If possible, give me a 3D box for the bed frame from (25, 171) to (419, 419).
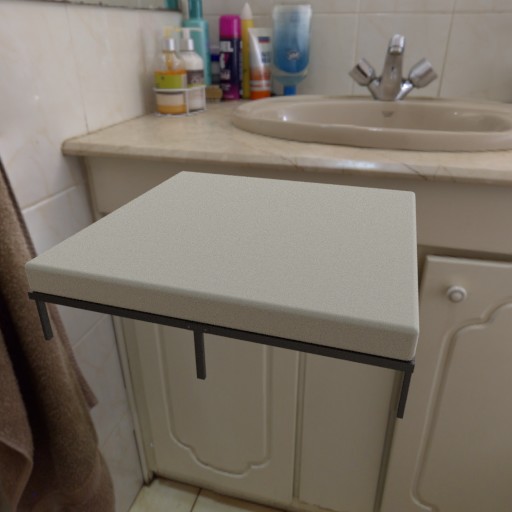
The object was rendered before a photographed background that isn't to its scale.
[{"bbox_3d":[0.000,0.000,3.927,2.635,0.680,2.526,8,27,16],"label":"bed frame"}]
